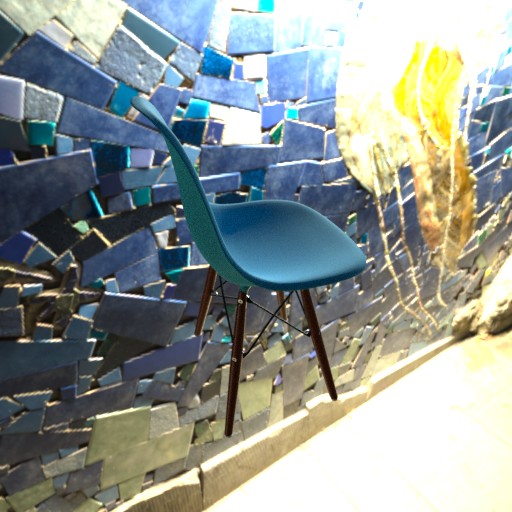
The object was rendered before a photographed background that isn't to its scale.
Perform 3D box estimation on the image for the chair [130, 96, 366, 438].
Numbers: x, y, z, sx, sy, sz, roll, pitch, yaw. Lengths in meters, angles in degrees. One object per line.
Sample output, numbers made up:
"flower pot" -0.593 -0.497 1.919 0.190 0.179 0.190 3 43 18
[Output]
"chair" 0.000 0.000 1.180 0.533 0.826 0.470 -11 33 -17
